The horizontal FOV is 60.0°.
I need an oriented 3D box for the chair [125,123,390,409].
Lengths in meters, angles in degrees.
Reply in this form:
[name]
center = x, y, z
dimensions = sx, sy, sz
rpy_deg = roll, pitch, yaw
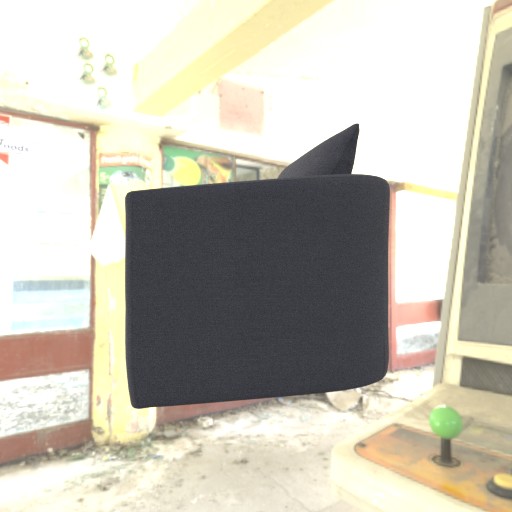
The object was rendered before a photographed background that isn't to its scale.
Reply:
[chair]
center = 0.000, 0.000, 1.608
dimensions = 0.910, 0.848, 0.845
rpy_deg = 1, -2, -16
